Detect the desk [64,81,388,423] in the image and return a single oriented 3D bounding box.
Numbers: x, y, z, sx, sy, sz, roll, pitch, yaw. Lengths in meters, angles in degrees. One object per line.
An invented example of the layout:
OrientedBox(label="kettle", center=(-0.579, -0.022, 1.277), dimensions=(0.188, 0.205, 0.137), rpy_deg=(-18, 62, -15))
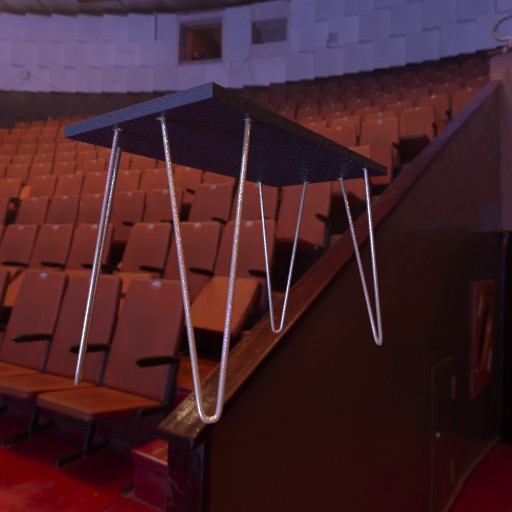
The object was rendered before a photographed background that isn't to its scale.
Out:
OrientedBox(label="desk", center=(0.000, 0.000, 1.389), dimensions=(0.499, 0.660, 0.991), rpy_deg=(0, 0, 35))
